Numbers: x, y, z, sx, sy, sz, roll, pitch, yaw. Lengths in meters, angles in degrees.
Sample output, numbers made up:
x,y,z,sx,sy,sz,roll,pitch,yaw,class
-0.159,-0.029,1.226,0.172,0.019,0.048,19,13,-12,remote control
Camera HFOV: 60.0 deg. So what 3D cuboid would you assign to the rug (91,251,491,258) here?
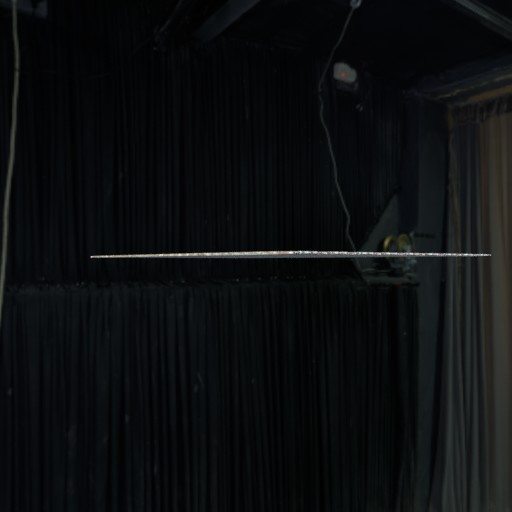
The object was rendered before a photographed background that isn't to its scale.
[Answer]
x,y,z,sx,sy,sz,roll,pitch,yaw,class
0.000,0.000,2.509,1.237,0.010,2.029,0,-1,-37,rug
